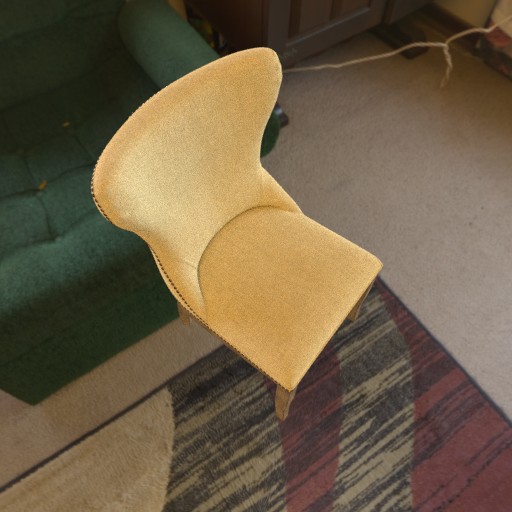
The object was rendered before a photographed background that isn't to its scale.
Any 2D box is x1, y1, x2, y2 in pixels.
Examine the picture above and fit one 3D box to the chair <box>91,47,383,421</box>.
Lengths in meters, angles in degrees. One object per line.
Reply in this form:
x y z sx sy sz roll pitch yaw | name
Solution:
0.000 0.000 1.437 0.681 1.002 0.654 34 65 18 | chair
